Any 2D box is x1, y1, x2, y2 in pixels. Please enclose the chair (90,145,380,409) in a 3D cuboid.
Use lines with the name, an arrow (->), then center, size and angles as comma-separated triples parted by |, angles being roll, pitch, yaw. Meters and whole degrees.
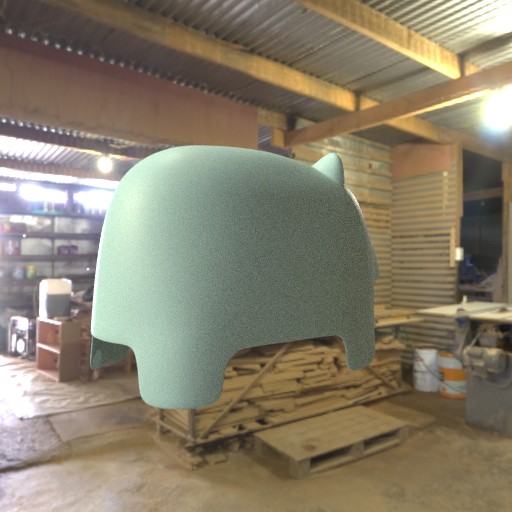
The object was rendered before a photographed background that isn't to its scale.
chair -> 0.000, 0.000, 0.877 | 0.619, 0.423, 0.364 | 1, -1, -37
